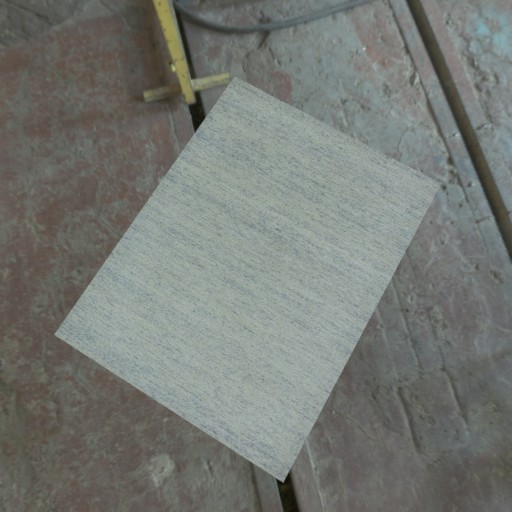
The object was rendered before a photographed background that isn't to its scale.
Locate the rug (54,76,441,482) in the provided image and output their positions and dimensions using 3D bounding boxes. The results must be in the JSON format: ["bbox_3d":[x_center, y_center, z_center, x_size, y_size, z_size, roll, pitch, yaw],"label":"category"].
[{"bbox_3d":[0.000,0.000,4.281,2.438,0.006,3.197,30,78,7],"label":"rug"}]
